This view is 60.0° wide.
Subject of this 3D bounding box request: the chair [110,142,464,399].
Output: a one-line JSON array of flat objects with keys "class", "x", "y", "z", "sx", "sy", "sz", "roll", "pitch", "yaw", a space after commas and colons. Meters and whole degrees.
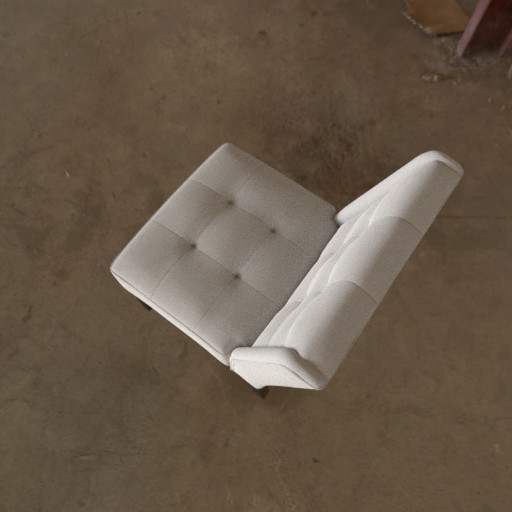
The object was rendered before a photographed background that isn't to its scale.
[{"class": "chair", "x": 0.000, "y": 0.000, "z": 1.277, "sx": 0.676, "sy": 0.853, "sz": 0.569, "roll": 34, "pitch": 71, "yaw": 13}]
